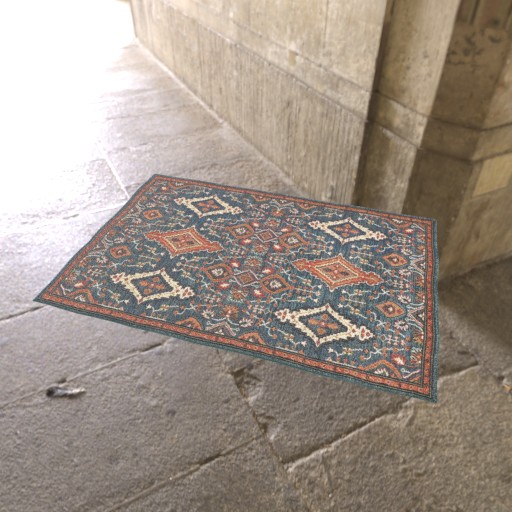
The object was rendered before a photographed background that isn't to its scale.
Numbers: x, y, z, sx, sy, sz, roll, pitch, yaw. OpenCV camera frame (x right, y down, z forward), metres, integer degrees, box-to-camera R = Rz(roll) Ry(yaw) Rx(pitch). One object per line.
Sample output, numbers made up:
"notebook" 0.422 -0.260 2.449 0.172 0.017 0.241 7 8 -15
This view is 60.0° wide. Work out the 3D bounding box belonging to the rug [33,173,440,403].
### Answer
"rug" 0.000 0.000 3.010 2.373 0.009 1.622 11 41 13
